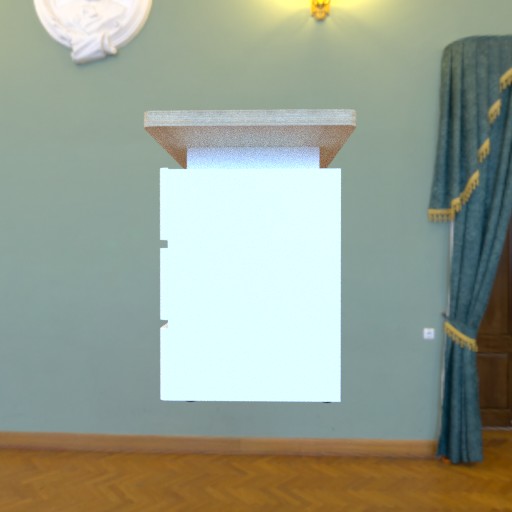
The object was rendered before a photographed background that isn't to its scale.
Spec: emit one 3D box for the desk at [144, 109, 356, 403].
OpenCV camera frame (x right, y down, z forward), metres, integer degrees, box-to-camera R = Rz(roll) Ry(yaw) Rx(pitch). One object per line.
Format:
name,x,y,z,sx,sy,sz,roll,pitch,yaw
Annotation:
desk,0.000,0.000,1.876,0.550,0.755,1.500,0,1,1
